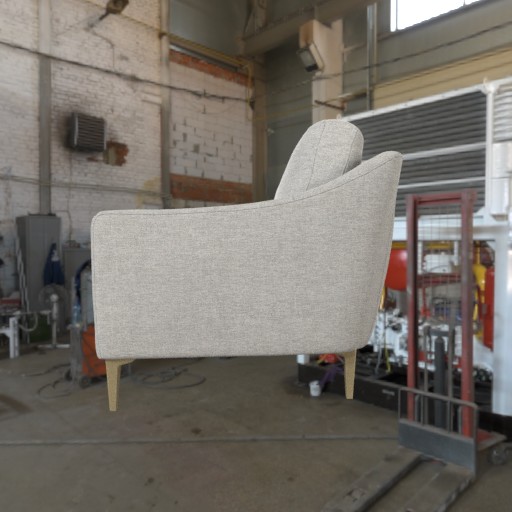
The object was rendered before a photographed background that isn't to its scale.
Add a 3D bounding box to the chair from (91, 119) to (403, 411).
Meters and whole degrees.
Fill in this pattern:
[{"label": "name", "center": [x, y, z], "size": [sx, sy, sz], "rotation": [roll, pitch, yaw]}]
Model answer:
[{"label": "chair", "center": [0.000, 0.000, 1.741], "size": [0.961, 0.902, 0.986], "rotation": [0, 1, 1]}]
